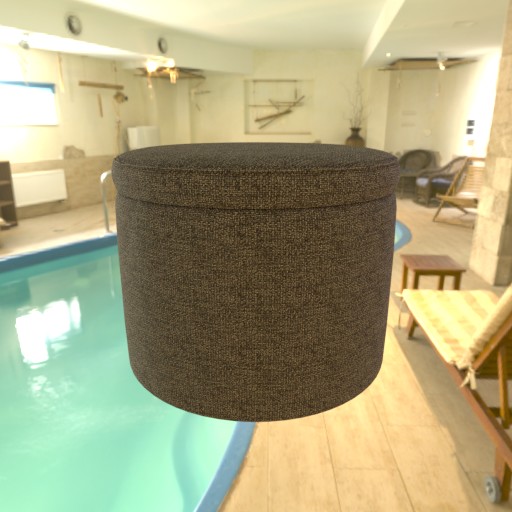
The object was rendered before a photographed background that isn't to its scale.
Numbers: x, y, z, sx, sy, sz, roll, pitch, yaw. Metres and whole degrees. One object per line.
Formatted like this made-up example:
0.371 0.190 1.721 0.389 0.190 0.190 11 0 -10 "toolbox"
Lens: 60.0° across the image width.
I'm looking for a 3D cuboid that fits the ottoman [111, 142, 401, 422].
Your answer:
0.000 0.000 0.881 0.520 0.430 0.520 0 17 0 "ottoman"
